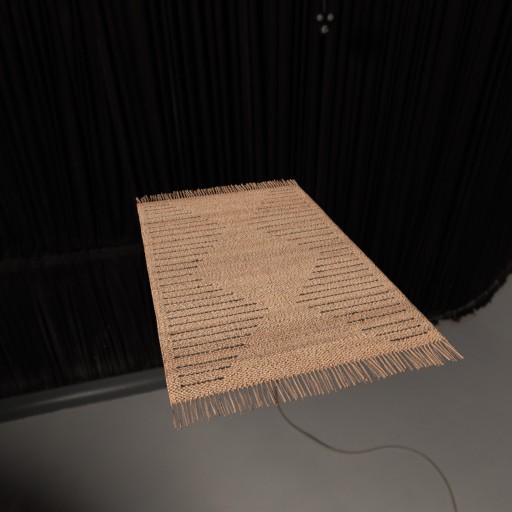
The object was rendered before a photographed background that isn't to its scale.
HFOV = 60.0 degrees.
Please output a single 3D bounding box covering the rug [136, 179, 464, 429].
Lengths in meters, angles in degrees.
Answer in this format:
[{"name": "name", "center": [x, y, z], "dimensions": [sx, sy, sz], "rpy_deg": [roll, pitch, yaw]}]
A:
[{"name": "rug", "center": [0.000, 0.000, 2.562], "dimensions": [1.224, 0.027, 2.085], "rpy_deg": [-9, 33, -14]}]
